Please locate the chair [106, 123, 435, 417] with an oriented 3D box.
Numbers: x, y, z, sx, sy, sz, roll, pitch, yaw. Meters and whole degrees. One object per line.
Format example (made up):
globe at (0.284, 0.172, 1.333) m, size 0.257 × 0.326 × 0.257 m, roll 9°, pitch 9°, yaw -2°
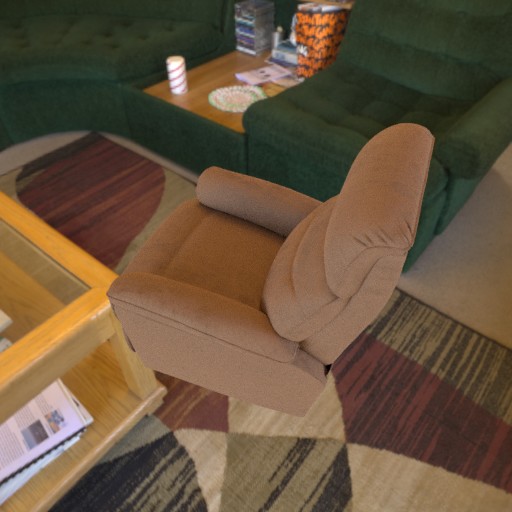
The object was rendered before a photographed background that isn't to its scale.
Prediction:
chair at (0.000, 0.000, 1.679) m, size 1.004 × 1.037 × 0.820 m, roll 15°, pitch 47°, yaw 15°
